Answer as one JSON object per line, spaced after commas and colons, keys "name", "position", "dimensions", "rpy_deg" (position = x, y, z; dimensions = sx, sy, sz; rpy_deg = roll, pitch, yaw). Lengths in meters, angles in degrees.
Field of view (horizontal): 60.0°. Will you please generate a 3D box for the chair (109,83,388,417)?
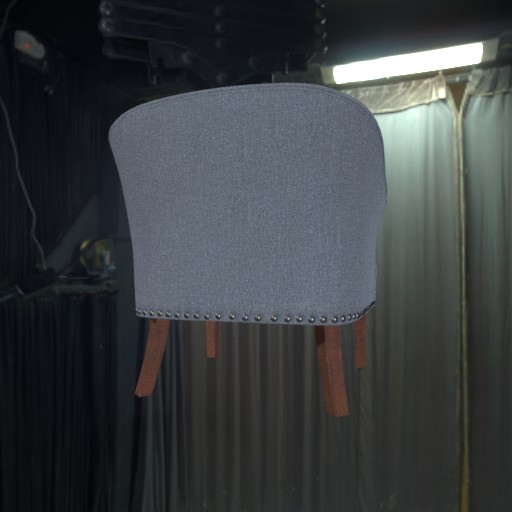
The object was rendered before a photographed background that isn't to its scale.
{"name": "chair", "position": [0.000, 0.000, 1.406], "dimensions": [0.798, 0.815, 0.704], "rpy_deg": [0, -1, 18]}
